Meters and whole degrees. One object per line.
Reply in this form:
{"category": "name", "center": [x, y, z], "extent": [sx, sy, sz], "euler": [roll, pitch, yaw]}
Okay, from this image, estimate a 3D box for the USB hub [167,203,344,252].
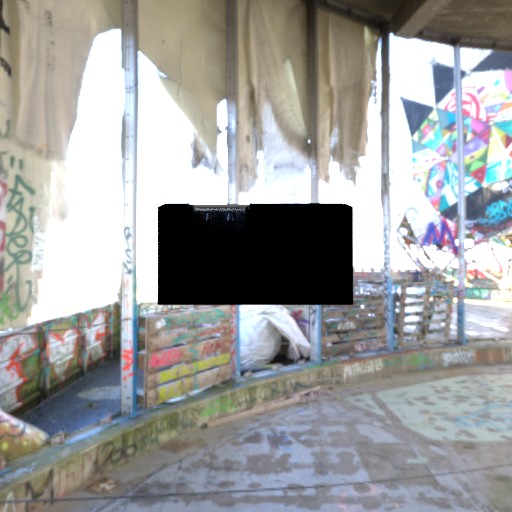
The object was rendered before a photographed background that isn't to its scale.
{"category": "USB hub", "center": [0.000, 0.000, 0.129], "extent": [0.044, 0.023, 0.110], "euler": [0, -1, 0]}
